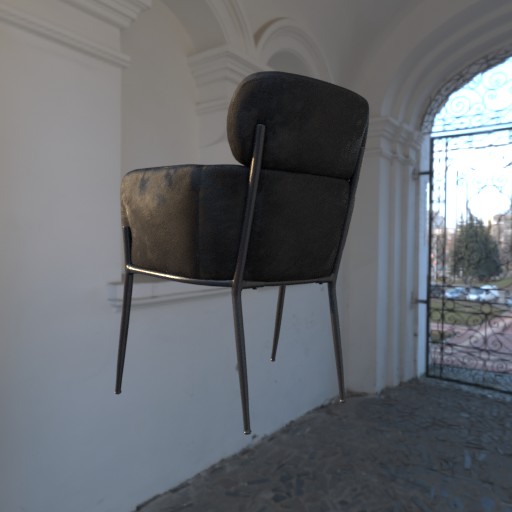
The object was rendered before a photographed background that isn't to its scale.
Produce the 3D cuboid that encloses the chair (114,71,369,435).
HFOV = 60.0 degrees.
[{"bbox_3d":[0.000,0.000,1.269,0.640,0.818,0.604,-1,2,-38],"label":"chair"}]
